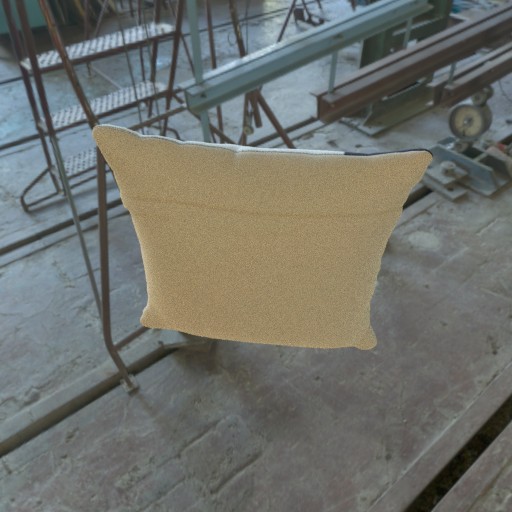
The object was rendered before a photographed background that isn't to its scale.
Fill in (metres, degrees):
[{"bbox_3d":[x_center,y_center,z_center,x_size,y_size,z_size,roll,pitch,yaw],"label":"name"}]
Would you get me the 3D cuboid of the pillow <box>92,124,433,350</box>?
[{"bbox_3d":[0.000,0.000,0.830,0.536,0.506,0.229,5,45,4],"label":"pillow"}]
